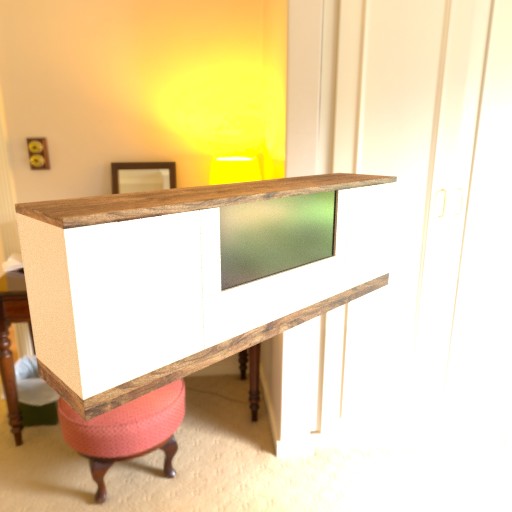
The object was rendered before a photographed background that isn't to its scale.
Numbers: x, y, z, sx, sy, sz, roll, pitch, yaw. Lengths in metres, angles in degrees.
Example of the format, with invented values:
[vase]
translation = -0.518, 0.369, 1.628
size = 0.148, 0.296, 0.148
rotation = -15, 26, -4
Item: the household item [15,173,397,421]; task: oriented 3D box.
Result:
[household item]
translation = 0.000, 0.000, 1.982
size = 0.390, 0.615, 1.800
rotation = 15, 21, 43
